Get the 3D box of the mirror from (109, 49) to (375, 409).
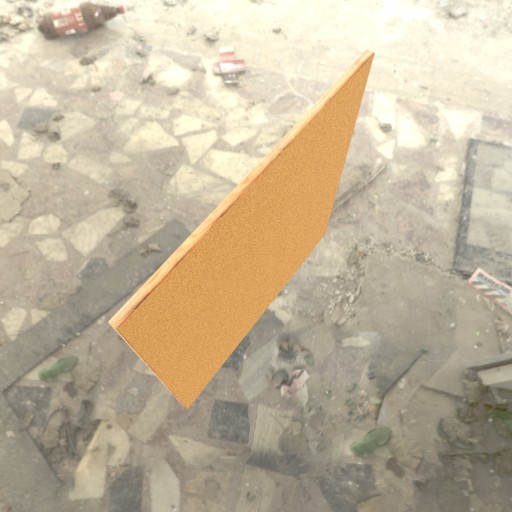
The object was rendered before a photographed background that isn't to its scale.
[{"bbox_3d":[0.000,0.000,1.207,0.061,0.804,0.804,34,67,16],"label":"mirror"}]
